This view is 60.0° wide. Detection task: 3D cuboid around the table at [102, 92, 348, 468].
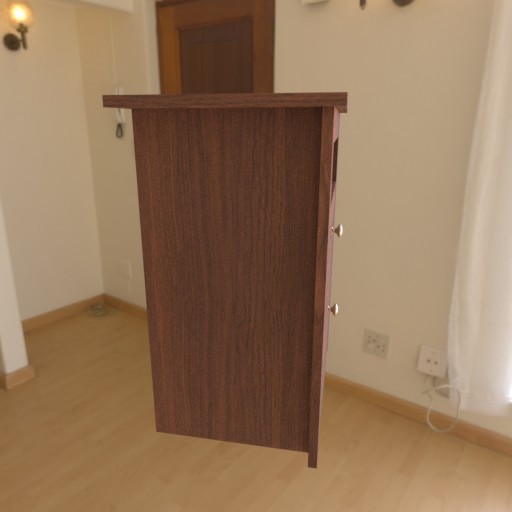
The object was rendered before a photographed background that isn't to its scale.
[{"bbox_3d":[0.000,0.000,1.080,0.406,0.711,0.589,3,17,11],"label":"table"}]
